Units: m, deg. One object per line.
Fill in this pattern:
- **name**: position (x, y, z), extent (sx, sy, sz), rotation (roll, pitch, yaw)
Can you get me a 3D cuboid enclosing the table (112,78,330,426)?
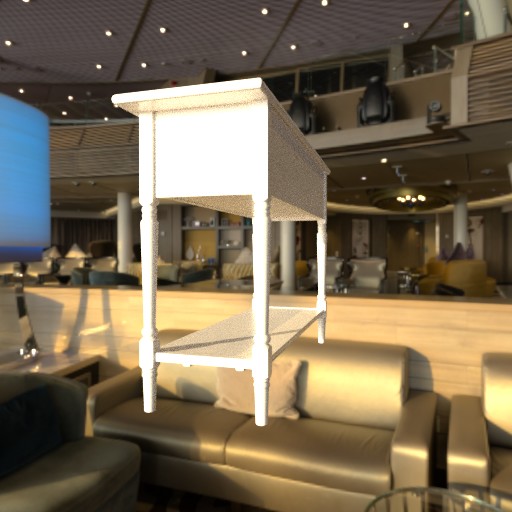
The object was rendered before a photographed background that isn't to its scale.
- **table**: position (0.000, 0.000, 1.613), extent (0.386, 0.814, 1.191), rotation (0, 1, 17)
